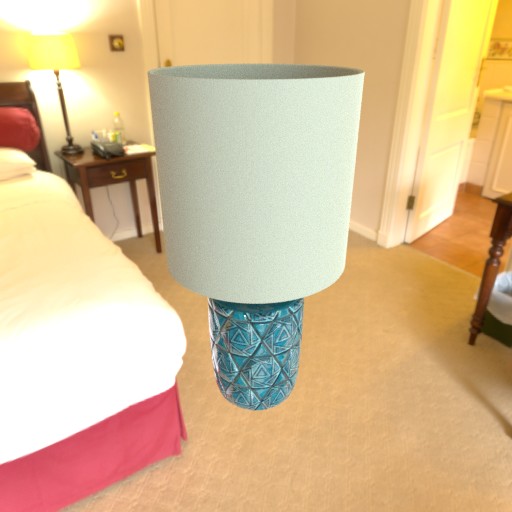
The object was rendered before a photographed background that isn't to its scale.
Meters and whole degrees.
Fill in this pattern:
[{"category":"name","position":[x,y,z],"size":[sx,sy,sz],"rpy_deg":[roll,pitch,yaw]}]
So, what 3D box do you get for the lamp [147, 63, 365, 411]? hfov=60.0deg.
[{"category":"lamp","position":[0.000,0.000,0.486],"size":[0.193,0.377,0.193],"rpy_deg":[8,28,16]}]
